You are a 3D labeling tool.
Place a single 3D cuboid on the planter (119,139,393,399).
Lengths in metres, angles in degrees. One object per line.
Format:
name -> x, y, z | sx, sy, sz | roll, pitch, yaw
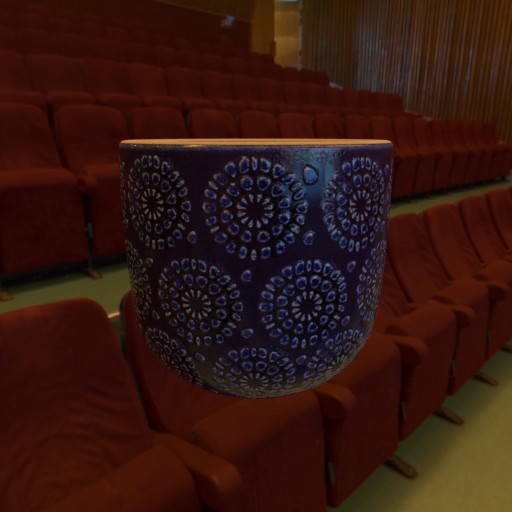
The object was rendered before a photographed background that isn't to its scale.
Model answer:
planter -> 0.000, 0.000, 0.294 | 0.165, 0.149, 0.165 | 0, 15, 0
